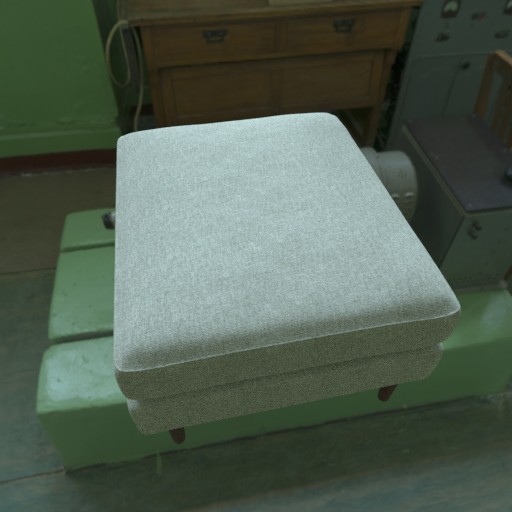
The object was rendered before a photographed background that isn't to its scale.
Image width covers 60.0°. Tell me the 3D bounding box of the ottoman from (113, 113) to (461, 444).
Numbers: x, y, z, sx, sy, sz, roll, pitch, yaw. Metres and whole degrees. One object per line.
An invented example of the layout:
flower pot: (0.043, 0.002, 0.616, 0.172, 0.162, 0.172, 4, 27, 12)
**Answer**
ottoman: (0.000, 0.000, 1.223, 0.693, 0.474, 0.821, -9, 47, -8)
